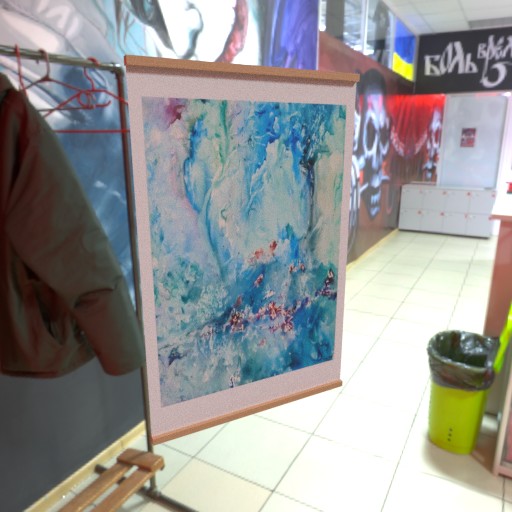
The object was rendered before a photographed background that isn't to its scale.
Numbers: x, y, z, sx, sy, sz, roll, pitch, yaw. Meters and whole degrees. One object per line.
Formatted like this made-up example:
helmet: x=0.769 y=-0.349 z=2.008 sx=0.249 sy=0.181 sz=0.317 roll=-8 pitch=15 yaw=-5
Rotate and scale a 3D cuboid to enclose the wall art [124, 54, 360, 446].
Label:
wall art: x=0.000 y=0.000 z=1.899 sx=0.991 sy=1.510 sz=0.040 roll=-8 pitch=17 yaw=-27
